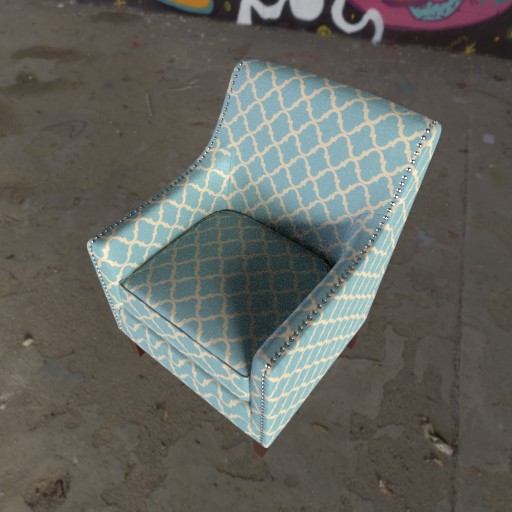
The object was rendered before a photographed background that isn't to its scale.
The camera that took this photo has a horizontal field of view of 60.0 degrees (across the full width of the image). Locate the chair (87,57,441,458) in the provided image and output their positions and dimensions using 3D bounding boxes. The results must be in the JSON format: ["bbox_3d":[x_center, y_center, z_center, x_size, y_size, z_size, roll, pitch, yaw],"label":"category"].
[{"bbox_3d":[0.000,0.000,1.294,0.617,0.817,0.686,30,54,25],"label":"chair"}]
